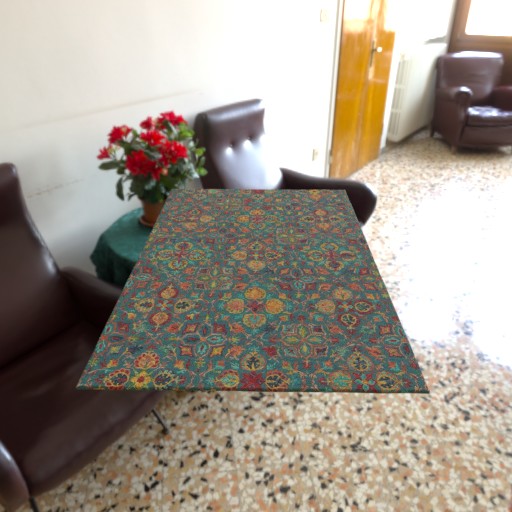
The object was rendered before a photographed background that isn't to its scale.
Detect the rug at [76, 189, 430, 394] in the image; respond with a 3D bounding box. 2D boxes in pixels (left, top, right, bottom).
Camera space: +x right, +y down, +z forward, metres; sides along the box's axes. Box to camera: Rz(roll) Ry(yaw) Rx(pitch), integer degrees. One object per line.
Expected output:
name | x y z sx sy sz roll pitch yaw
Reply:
rug | 0.000 0.000 2.309 1.216 0.014 1.836 0 30 1
